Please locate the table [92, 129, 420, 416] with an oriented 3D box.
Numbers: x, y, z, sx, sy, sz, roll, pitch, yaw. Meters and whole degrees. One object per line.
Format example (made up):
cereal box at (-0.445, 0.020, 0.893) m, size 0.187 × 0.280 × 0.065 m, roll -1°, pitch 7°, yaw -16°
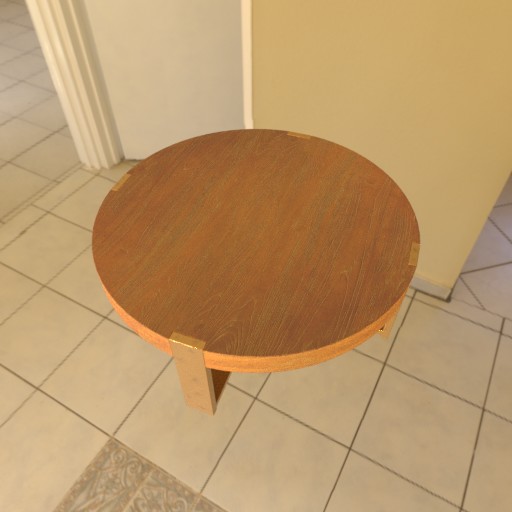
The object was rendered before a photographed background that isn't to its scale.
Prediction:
table at (0.000, 0.000, 1.689) m, size 1.100 × 0.420 × 1.100 m, roll 0°, pitch 47°, yaw 0°
